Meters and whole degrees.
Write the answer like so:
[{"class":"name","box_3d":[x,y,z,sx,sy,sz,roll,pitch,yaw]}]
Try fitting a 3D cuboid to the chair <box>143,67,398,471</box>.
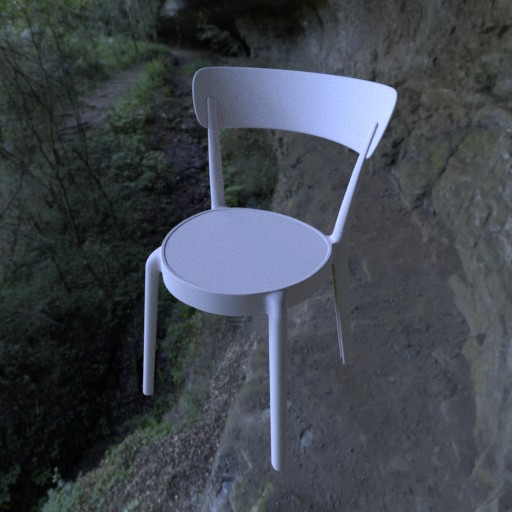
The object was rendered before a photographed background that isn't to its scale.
[{"class":"chair","box_3d":[0.000,0.000,1.097,0.506,0.790,0.491,18,37,27]}]
